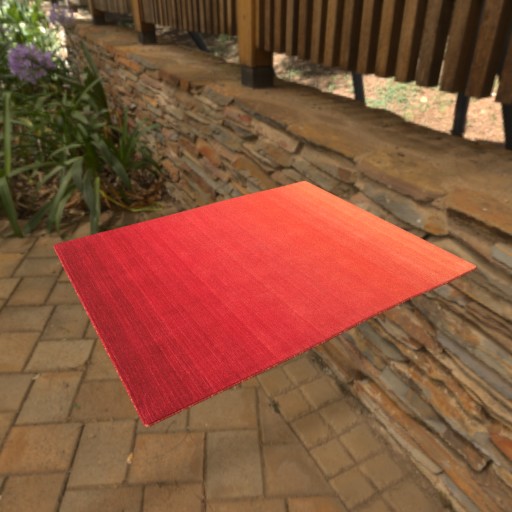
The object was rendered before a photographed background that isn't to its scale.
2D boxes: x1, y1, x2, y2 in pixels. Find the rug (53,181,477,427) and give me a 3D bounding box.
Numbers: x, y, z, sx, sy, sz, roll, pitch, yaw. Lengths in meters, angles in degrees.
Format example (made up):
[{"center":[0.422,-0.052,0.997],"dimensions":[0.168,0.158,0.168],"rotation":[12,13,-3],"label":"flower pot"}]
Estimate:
[{"center":[0.000,0.000,3.862],"dimensions":[2.905,0.028,2.340],"rotation":[-18,36,-28],"label":"rug"}]
